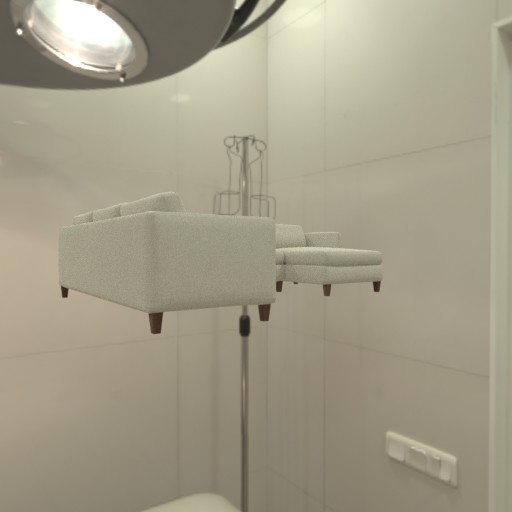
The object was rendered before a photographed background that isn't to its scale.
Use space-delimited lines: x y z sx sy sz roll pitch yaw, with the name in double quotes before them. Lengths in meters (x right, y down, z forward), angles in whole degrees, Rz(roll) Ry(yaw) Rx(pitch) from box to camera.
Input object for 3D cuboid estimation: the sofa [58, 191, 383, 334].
"sofa" 0.000 0.000 4.451 3.238 0.853 2.551 -1 1 -35
